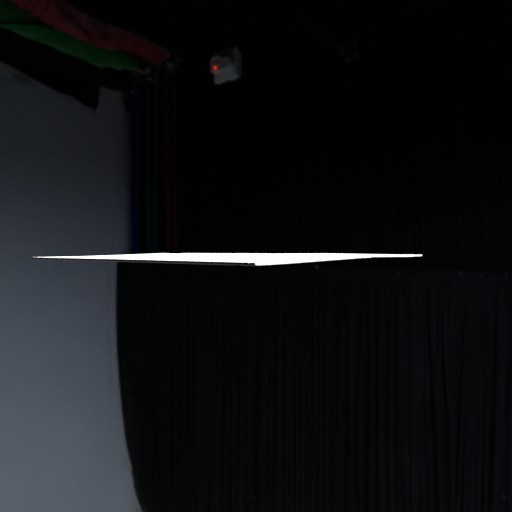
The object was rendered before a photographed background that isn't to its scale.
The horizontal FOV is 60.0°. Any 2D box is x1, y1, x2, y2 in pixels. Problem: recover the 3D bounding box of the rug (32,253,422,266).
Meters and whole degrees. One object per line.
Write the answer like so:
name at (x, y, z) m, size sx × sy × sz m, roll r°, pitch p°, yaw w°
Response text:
rug at (0.000, 0.000, 3.840) m, size 2.032 × 0.038 × 2.869 m, roll 1°, pitch 1°, yaw 36°
